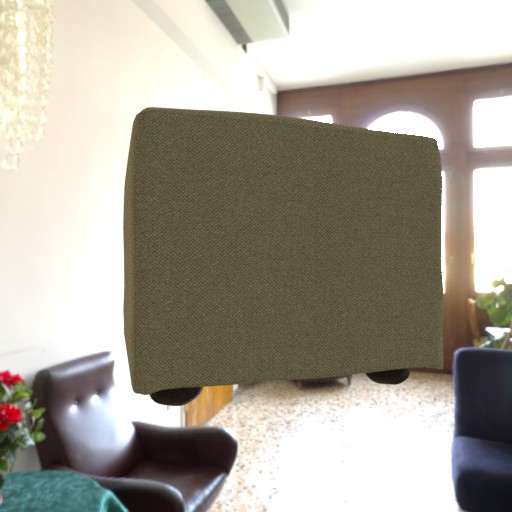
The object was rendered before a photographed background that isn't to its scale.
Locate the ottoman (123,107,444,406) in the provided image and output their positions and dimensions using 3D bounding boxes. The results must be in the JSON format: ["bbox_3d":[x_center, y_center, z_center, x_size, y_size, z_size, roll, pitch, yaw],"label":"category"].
[{"bbox_3d":[0.000,0.000,0.906,0.512,0.453,0.521,0,-1,-18],"label":"ottoman"}]
